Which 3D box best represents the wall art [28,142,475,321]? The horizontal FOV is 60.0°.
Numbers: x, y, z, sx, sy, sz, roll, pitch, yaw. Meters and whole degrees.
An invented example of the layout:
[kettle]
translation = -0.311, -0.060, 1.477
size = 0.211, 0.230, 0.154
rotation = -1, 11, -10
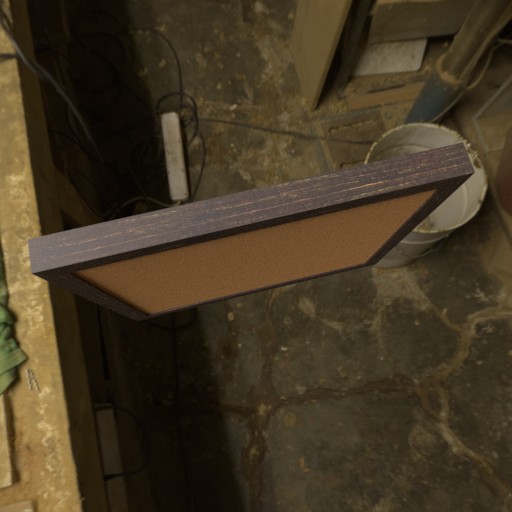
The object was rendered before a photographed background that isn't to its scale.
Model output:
[wall art]
translation = 0.000, 0.000, 0.533
size = 0.381, 0.330, 0.031
rotation = -13, 75, -4
